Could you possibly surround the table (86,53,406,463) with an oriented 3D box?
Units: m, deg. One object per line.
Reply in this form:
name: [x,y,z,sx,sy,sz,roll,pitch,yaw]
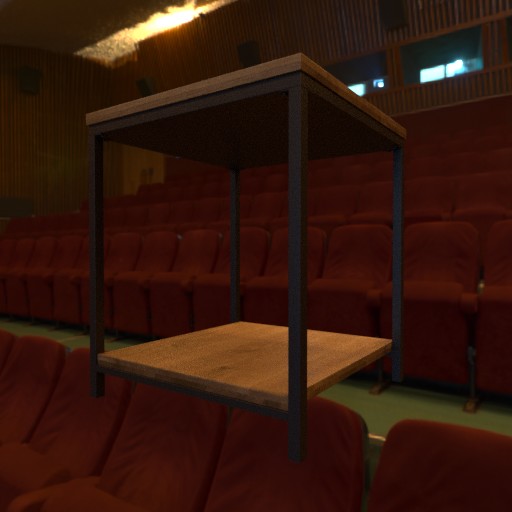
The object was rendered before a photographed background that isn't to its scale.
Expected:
table: [0.000,0.000,0.983,0.507,0.589,0.503,1,1,35]
